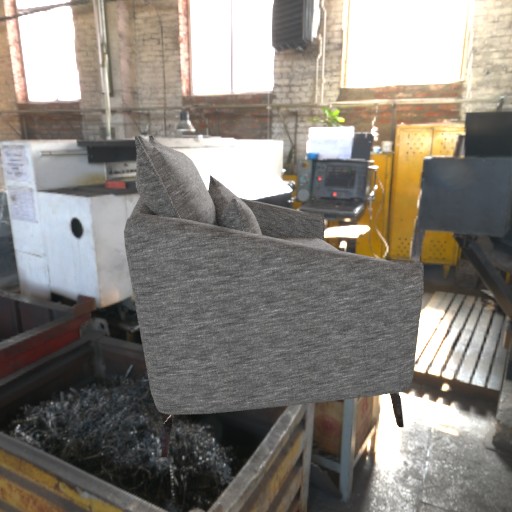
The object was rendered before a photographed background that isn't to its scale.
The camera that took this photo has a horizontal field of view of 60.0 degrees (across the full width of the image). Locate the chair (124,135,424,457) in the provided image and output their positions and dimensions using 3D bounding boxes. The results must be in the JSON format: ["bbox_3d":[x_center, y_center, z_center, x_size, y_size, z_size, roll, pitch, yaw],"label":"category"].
[{"bbox_3d":[0.000,0.000,1.600,0.805,0.842,1.004,-3,15,-10],"label":"chair"}]
